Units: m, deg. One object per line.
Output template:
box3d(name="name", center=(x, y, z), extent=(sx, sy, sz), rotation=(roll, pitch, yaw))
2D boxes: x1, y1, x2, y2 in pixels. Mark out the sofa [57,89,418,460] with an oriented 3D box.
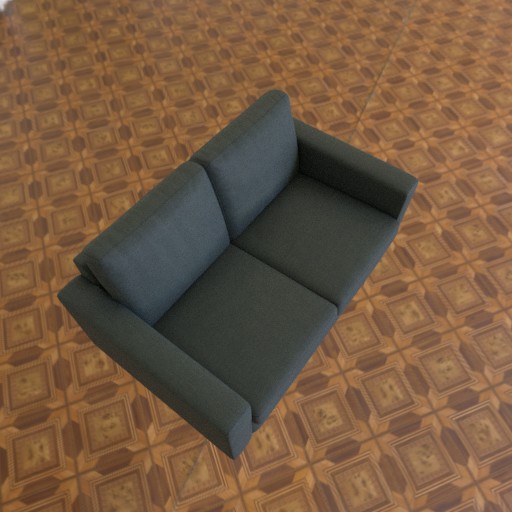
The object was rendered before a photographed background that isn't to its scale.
box3d(name="sofa", center=(0.000, 0.000, 2.128), extent=(0.955, 0.903, 1.489), rotation=(32, 62, 19))
